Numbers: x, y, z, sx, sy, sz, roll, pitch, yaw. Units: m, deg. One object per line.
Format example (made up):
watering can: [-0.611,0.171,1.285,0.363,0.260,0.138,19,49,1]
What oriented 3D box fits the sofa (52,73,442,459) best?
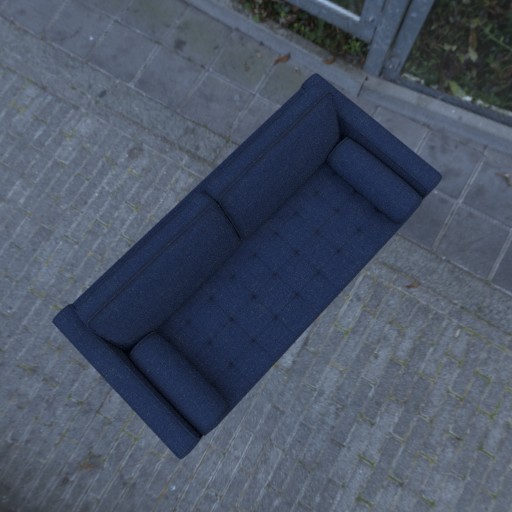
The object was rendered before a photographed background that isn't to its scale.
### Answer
sofa: [0.000,0.000,2.357,0.914,0.762,1.880,43,80,9]
